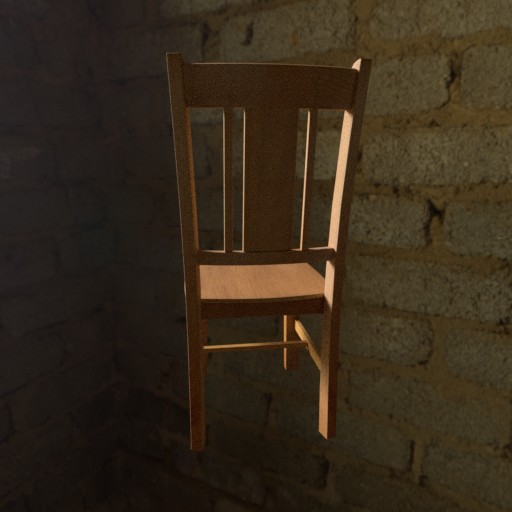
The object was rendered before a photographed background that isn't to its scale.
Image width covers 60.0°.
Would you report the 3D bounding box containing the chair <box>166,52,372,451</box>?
[{"bbox_3d":[0.000,0.000,1.310,0.450,0.998,0.556,-2,13,-8],"label":"chair"}]
